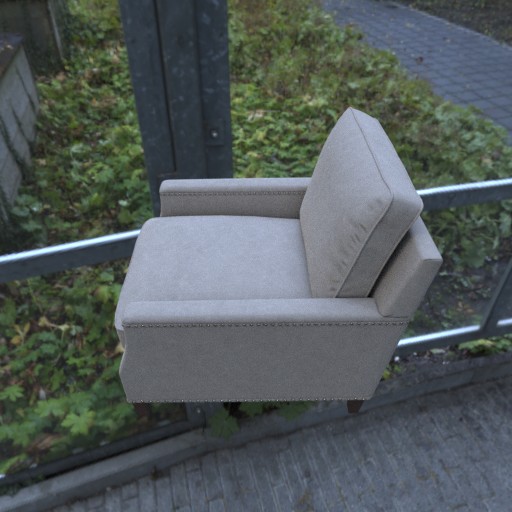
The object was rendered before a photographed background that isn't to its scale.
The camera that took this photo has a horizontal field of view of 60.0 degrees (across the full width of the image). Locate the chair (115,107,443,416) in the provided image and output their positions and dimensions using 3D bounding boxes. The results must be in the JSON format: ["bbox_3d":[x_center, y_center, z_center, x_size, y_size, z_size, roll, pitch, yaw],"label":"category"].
[{"bbox_3d":[0.000,0.000,1.729,1.014,0.943,0.853,-1,40,-1],"label":"chair"}]
